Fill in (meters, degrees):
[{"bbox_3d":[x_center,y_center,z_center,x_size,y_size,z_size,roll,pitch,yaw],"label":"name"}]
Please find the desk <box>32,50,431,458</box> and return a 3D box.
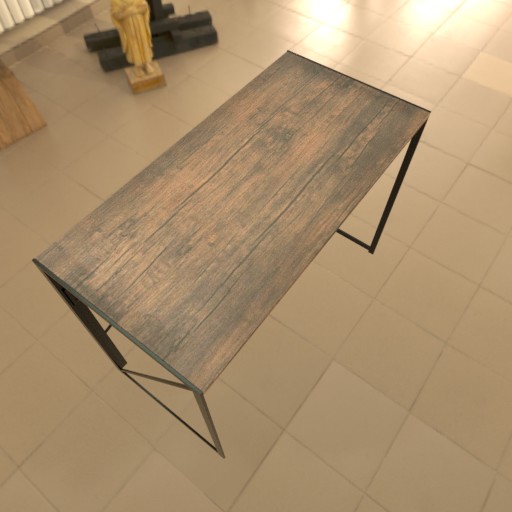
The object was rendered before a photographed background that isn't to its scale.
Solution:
[{"bbox_3d":[0.000,0.000,1.452,0.505,0.747,1.015,32,63,19],"label":"desk"}]
